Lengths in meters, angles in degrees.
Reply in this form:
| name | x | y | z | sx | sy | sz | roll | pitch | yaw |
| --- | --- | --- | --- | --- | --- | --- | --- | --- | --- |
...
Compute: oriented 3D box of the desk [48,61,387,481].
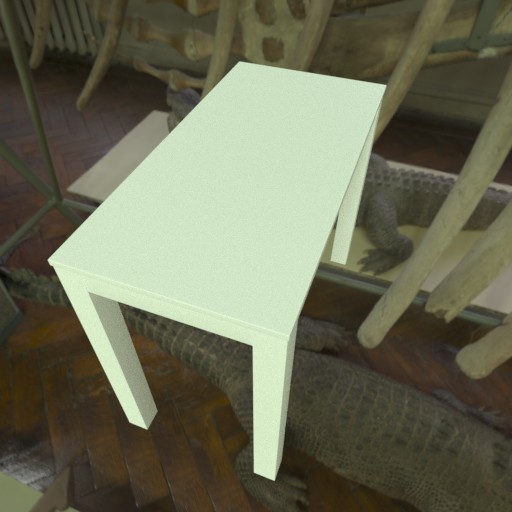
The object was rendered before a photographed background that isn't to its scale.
| name | x | y | z | sx | sy | sz | roll | pitch | yaw |
| --- | --- | --- | --- | --- | --- | --- | --- | --- | --- |
| desk | 0.000 | 0.000 | 1.402 | 0.497 | 0.762 | 0.990 | 15 | 48 | 14 |
